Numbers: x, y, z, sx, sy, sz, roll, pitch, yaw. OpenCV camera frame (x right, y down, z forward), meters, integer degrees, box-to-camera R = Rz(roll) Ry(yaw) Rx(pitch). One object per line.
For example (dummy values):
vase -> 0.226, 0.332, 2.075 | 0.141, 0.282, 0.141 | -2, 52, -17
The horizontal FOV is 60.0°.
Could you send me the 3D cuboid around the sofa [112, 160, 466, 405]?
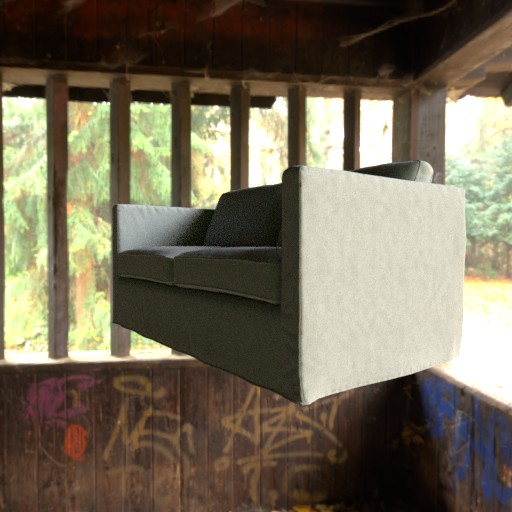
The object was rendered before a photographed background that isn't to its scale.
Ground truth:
sofa -> 0.000, 0.000, 2.251 | 0.944, 0.830, 1.727 | -1, 2, -36
